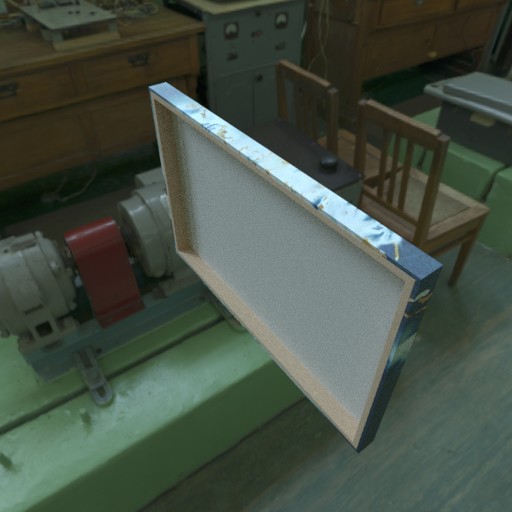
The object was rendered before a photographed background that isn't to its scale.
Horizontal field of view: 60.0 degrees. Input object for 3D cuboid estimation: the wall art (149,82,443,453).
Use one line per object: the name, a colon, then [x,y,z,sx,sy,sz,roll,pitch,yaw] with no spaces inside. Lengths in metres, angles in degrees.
wall art: [0.000,0.000,0.771,0.036,0.405,0.607,-27,49,-26]
